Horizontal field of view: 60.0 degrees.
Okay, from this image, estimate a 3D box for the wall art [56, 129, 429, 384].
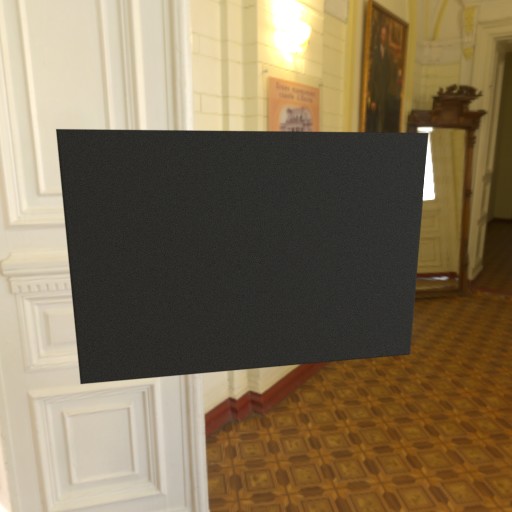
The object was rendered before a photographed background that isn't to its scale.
[{"bbox_3d":[0.000,0.000,1.216,0.964,0.659,0.049,-2,13,-9],"label":"wall art"}]
